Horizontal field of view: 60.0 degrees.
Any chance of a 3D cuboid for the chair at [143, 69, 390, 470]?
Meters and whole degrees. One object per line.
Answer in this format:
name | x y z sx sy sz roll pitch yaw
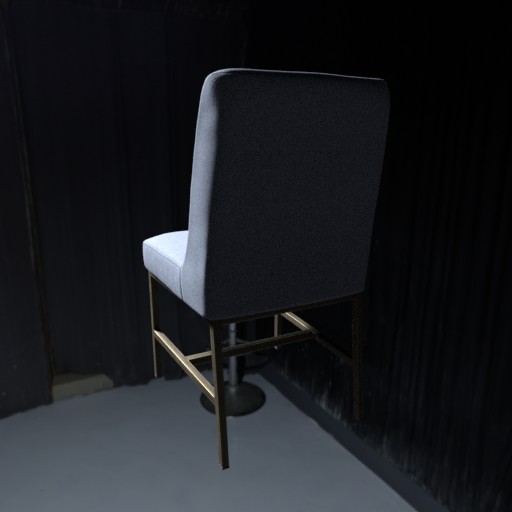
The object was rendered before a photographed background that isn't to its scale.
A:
chair | 0.000 0.000 1.243 0.508 0.889 0.587 -7 16 -27
